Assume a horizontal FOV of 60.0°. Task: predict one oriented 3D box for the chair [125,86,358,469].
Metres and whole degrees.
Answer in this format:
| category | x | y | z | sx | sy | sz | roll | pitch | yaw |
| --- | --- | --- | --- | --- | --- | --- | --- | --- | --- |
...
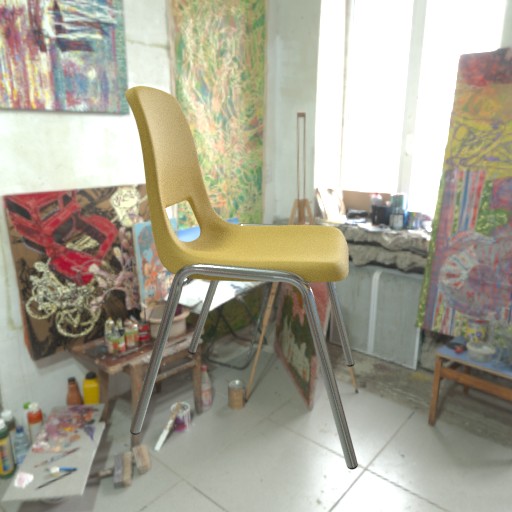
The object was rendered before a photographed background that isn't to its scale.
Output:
| category | x | y | z | sx | sy | sz | roll | pitch | yaw |
| --- | --- | --- | --- | --- | --- | --- | --- | --- | --- |
| chair | 0.000 | 0.000 | 0.904 | 0.436 | 0.653 | 0.381 | 3 | 16 | 11 |
